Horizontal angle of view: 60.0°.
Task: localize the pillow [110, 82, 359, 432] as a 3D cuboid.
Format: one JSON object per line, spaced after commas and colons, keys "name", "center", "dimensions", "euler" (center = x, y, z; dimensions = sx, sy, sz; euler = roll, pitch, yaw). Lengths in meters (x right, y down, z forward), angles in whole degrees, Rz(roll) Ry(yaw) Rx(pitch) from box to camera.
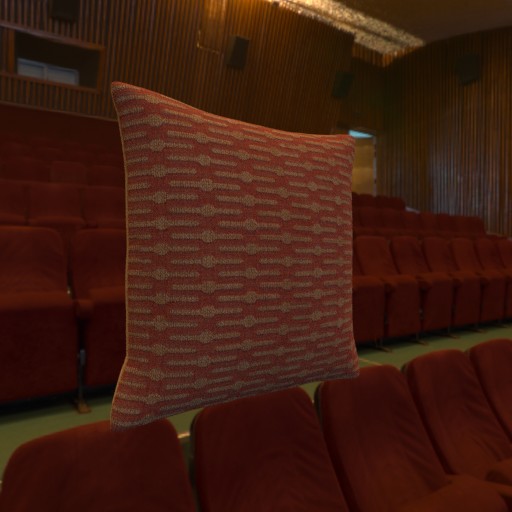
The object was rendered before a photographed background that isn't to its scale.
{"name": "pillow", "center": [0.000, 0.000, 0.781], "dimensions": [0.511, 0.503, 0.182], "euler": [0, 0, -35]}
